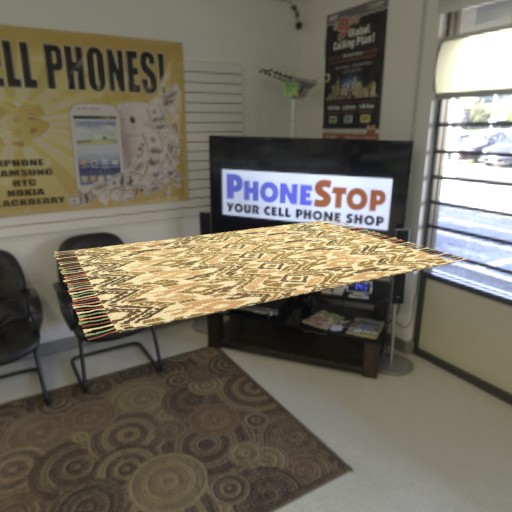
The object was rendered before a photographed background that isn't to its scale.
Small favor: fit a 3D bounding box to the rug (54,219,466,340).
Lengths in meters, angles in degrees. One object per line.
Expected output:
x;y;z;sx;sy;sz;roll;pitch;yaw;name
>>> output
0.000;0.000;3.034;2.438;0.008;1.524;-9;19;-27;rug
